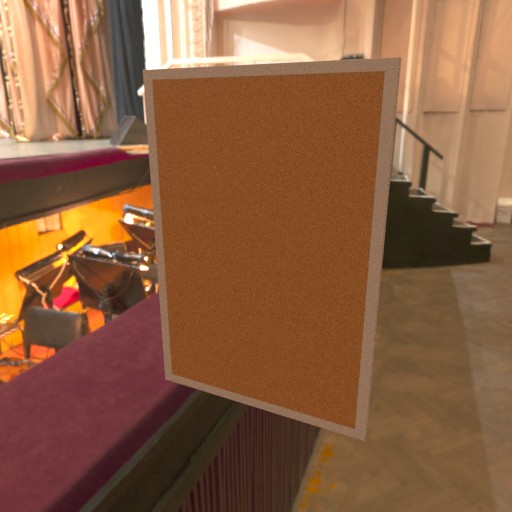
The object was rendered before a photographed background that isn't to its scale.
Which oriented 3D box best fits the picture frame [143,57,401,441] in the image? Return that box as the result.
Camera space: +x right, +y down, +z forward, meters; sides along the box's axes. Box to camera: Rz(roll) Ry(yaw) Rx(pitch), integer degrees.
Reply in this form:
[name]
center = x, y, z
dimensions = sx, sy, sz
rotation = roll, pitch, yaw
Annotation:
[picture frame]
center = 0.000, 0.000, 0.826
dimensions = 0.457, 0.657, 0.013
rotation = 9, 20, 25
